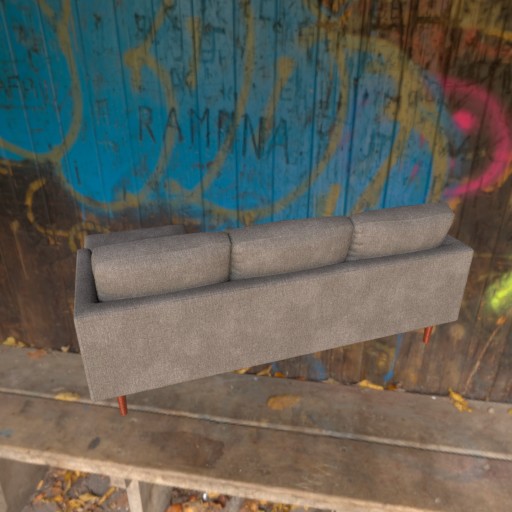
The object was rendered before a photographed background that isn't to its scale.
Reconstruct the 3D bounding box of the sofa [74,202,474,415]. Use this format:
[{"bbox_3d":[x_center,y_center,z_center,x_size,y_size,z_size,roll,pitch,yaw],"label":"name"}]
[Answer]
[{"bbox_3d":[0.000,0.000,3.015,2.233,0.956,1.504,-9,28,-17],"label":"sofa"}]
